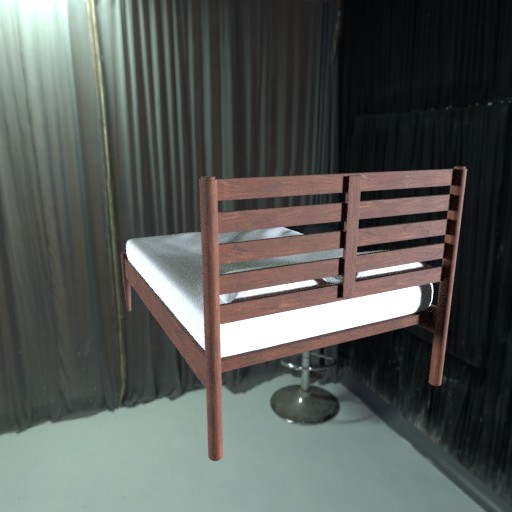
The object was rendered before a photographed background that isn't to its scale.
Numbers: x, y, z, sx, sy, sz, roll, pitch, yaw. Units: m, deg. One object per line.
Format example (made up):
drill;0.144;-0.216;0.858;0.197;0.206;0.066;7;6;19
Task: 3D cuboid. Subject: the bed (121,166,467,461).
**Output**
bed;0.000;0.000;3.111;1.509;1.304;2.093;-7;17;-26
